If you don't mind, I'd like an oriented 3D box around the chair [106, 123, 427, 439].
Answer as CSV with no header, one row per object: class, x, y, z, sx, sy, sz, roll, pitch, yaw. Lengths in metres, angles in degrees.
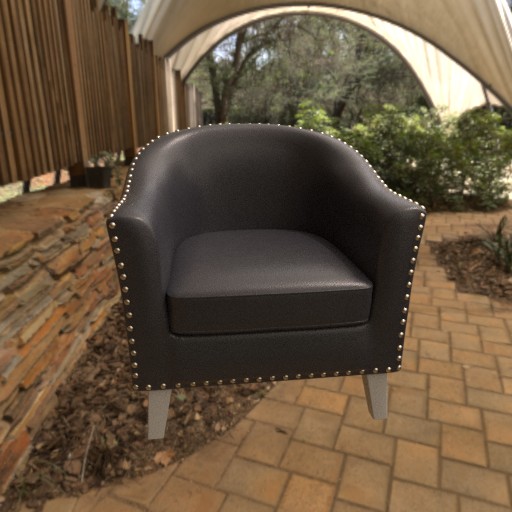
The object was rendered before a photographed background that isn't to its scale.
chair,0.000,0.000,1.452,0.794,0.823,0.748,-2,18,-7
